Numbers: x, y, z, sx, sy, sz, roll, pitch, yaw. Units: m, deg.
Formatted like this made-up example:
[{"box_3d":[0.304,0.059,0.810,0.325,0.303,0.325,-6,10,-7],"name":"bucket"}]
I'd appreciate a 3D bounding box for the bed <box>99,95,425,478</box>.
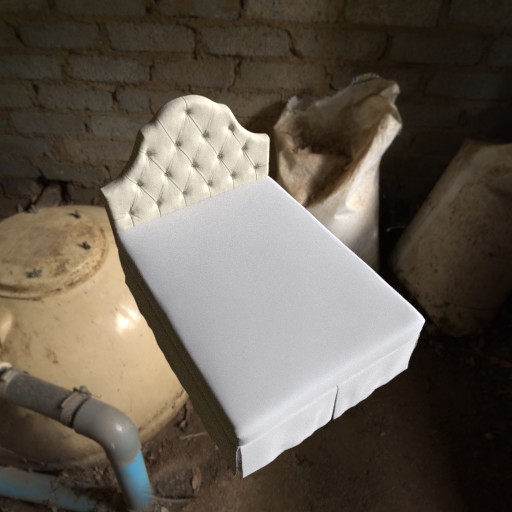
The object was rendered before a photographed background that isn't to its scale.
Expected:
[{"box_3d":[0.000,0.000,3.232,1.627,1.575,2.092,-24,51,-22],"name":"bed"}]
